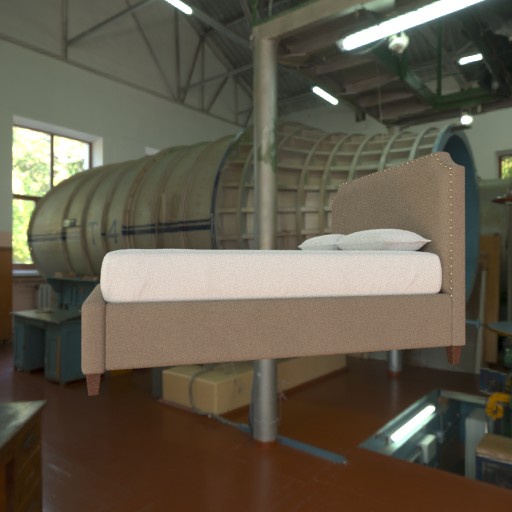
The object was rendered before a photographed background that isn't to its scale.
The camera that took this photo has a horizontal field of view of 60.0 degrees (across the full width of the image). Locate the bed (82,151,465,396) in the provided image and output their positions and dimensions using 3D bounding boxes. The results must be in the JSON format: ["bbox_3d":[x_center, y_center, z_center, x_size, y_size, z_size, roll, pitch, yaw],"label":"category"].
[{"bbox_3d":[0.000,0.000,3.337,2.329,1.415,1.703,0,0,-17],"label":"bed"}]
